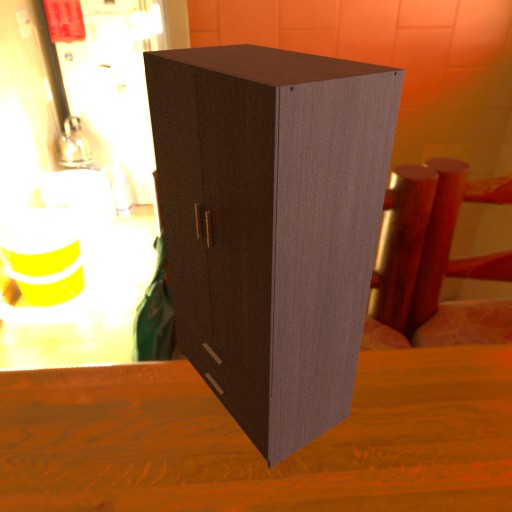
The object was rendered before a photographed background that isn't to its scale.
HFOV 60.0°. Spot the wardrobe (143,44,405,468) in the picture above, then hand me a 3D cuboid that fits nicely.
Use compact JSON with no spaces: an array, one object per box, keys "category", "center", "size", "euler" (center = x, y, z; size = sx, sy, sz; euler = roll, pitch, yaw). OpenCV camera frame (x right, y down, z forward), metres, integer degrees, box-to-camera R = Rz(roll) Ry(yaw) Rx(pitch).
[{"category":"wardrobe","center":[0.000,0.000,2.214],"size":[0.577,1.808,0.991],"euler":[-20,36,-29]}]
